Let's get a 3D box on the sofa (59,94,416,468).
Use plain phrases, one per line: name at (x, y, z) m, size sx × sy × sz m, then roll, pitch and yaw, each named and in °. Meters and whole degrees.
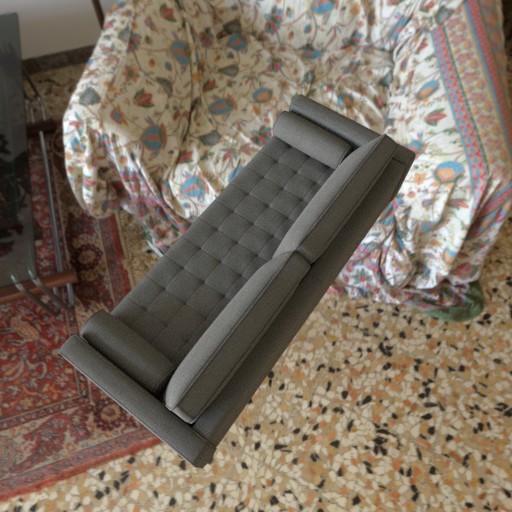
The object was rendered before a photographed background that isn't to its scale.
sofa at (0.000, 0.000, 2.657) m, size 0.914 × 0.762 × 2.198 m, roll 33°, pitch 68°, yaw 15°
